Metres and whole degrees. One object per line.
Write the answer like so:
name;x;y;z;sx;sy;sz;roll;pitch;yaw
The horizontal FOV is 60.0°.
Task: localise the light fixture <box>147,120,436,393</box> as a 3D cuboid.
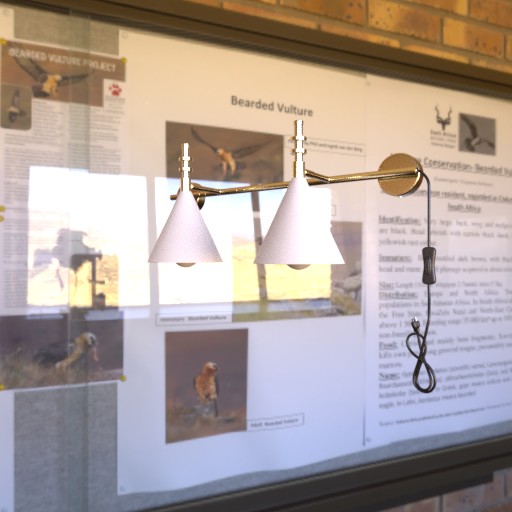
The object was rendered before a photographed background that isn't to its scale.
light fixture;0.000;0.000;0.873;0.642;0.468;0.239;0;0;36
